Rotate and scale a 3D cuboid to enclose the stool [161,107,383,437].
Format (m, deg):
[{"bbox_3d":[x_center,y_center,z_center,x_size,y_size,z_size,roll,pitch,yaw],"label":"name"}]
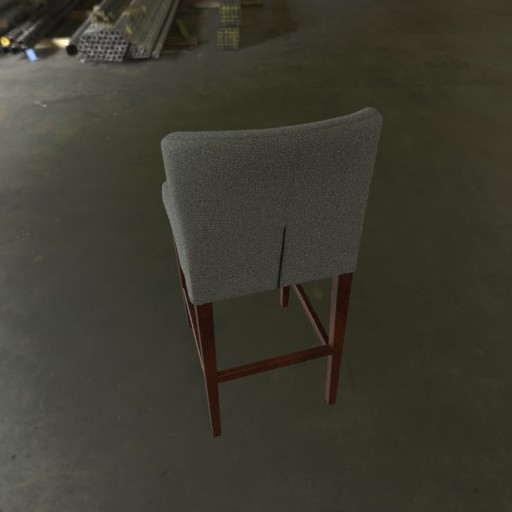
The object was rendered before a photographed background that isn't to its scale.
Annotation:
[{"bbox_3d":[0.000,0.000,1.361,0.486,1.069,0.568,-11,42,-12],"label":"stool"}]
